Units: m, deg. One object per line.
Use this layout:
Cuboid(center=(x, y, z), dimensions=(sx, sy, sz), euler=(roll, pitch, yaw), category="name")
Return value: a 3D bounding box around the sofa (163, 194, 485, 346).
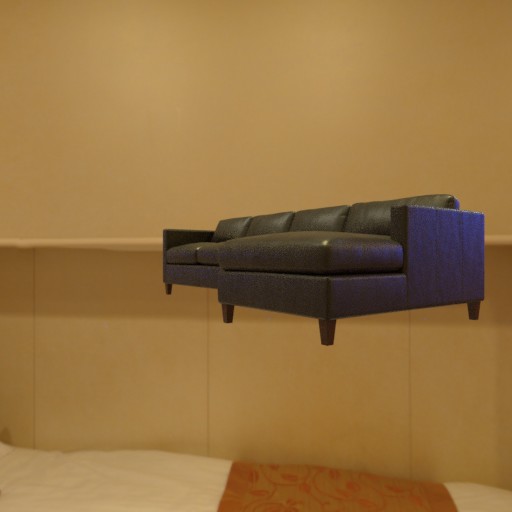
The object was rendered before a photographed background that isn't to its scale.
Cuboid(center=(0.000, 0.000, 3.874), dimensions=(1.581, 0.883, 3.203), euler=(0, 0, -37), category="sofa")
